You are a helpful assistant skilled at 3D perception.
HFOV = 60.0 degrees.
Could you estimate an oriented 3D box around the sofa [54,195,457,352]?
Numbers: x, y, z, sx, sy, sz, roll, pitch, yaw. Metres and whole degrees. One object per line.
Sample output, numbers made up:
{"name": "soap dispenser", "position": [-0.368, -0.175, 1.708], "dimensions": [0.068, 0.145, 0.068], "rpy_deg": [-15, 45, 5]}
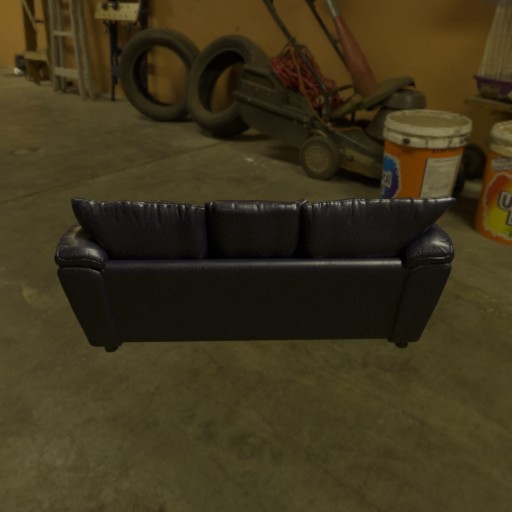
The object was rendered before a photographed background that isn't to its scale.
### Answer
{"name": "sofa", "position": [0.000, 0.000, 2.934], "dimensions": [2.336, 1.073, 0.880], "rpy_deg": [-1, 30, -1]}
